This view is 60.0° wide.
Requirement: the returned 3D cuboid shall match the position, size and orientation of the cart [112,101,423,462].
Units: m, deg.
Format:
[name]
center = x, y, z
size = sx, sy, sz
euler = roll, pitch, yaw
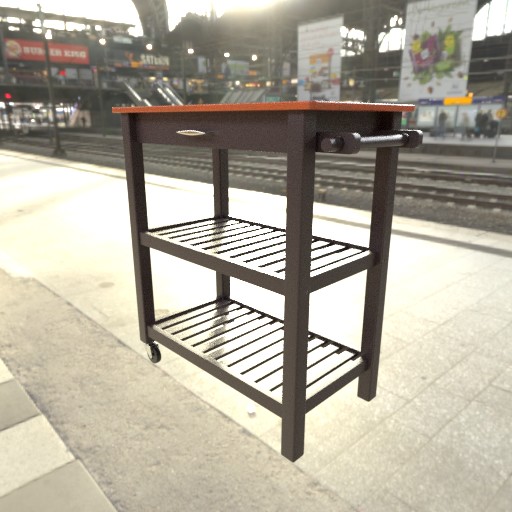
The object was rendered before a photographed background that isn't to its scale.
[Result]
[cart]
center = 0.000, 0.000, 1.449
size = 0.457, 0.927, 0.899
euler = -17, 24, -42
